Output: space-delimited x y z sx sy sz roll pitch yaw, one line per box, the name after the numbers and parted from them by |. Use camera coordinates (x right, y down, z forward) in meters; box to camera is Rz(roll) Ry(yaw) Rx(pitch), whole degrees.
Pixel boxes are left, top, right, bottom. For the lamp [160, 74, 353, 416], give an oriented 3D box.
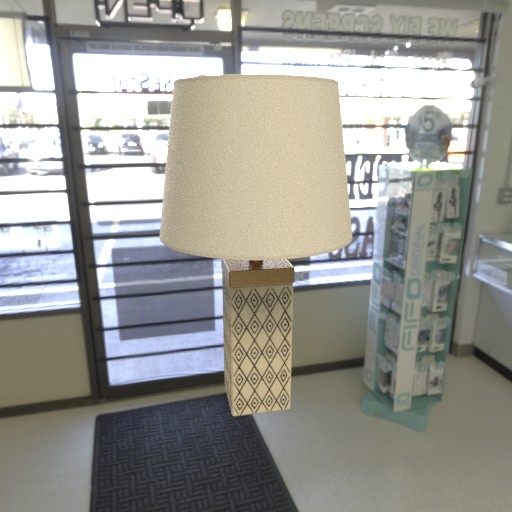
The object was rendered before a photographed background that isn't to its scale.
0.000 0.000 0.598 0.251 0.435 0.251 0 16 0 | lamp
